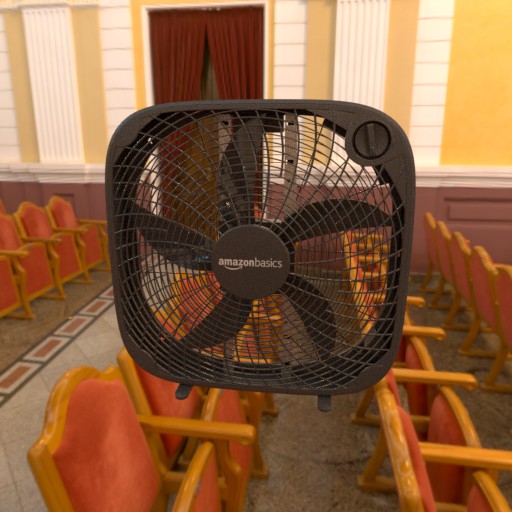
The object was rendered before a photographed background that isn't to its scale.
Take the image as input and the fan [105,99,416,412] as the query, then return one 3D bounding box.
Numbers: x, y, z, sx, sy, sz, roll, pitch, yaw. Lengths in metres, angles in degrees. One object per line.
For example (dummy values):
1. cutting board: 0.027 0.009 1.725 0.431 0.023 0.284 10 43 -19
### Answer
1. fan: 0.000 0.000 0.806 0.526 0.533 0.142 2 15 8
